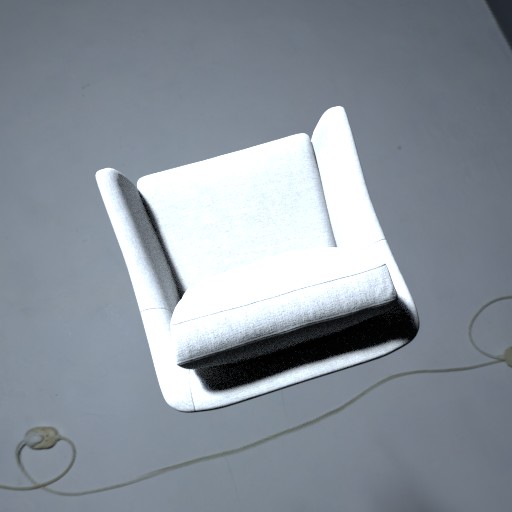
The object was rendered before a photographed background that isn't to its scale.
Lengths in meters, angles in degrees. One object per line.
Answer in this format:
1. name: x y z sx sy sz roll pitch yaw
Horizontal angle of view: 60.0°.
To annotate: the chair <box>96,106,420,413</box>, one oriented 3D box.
1. chair: 0.000 0.000 1.710 0.986 0.902 0.961 -16 77 -4
